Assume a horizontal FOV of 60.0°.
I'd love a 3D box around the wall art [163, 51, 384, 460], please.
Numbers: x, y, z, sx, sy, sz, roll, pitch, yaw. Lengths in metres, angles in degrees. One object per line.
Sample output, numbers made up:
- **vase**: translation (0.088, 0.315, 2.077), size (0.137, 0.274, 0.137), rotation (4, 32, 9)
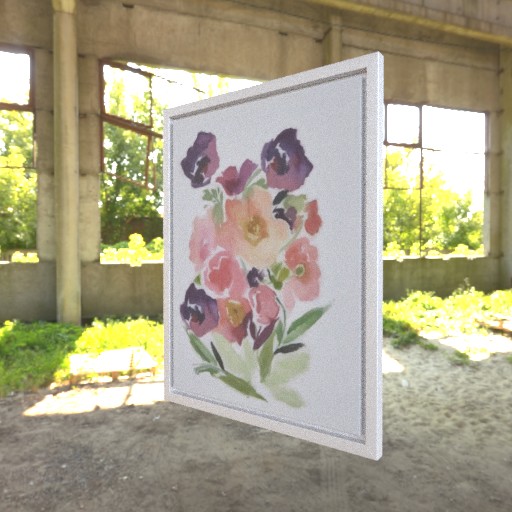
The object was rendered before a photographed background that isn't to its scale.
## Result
- **wall art**: translation (0.000, 0.000, 1.394), size (0.805, 1.056, 0.042), rotation (1, 1, 36)
